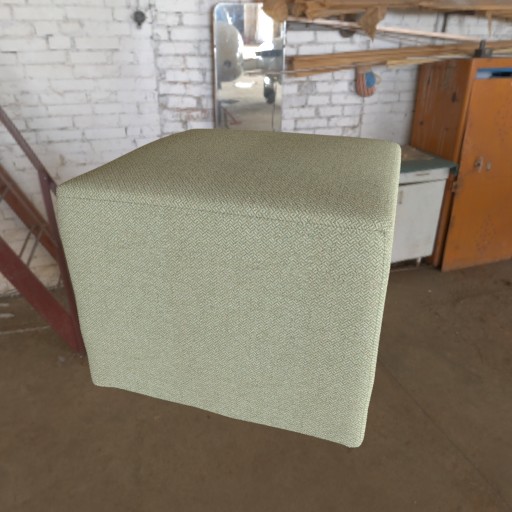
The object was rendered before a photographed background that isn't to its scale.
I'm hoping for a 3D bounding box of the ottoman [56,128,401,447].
[{"bbox_3d":[0.000,0.000,0.910,0.521,0.453,0.512,8,27,16],"label":"ottoman"}]
